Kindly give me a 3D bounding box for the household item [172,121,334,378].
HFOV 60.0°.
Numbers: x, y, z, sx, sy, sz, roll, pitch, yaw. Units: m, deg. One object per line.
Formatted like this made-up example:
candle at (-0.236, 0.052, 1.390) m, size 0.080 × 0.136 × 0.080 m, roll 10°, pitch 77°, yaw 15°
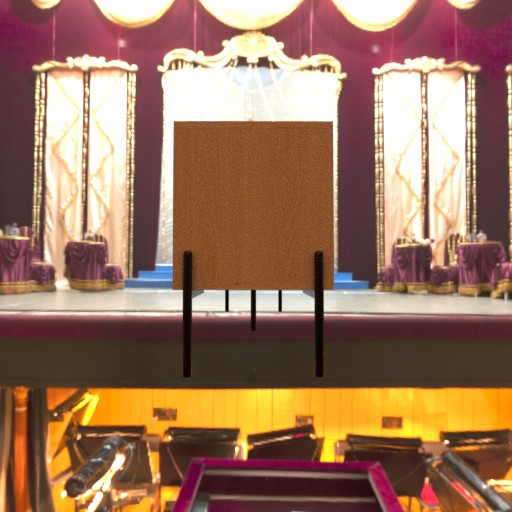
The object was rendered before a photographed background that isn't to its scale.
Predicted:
household item at (0.000, 0.000, 1.797) m, size 0.400 × 0.600 × 1.550 m, roll 0°, pitch -2°, yaw 0°
